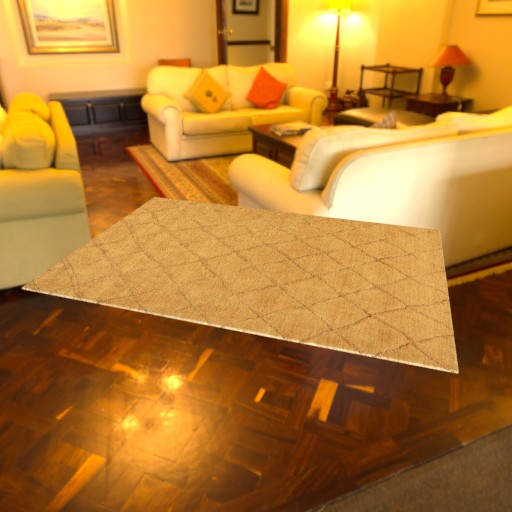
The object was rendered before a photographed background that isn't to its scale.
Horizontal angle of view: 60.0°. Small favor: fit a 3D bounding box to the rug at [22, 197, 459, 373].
[{"bbox_3d":[0.000,0.000,2.844,2.292,0.014,1.528,8,29,15],"label":"rug"}]
